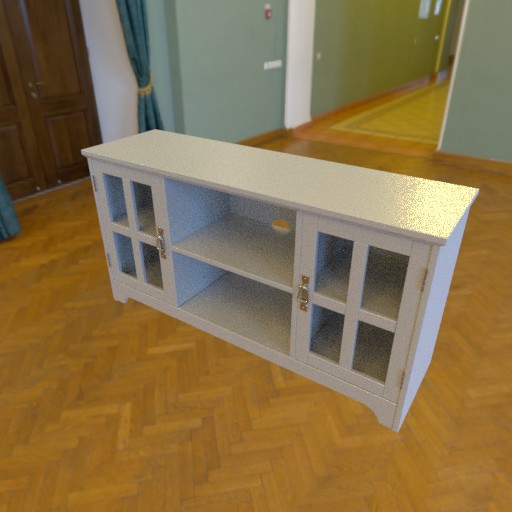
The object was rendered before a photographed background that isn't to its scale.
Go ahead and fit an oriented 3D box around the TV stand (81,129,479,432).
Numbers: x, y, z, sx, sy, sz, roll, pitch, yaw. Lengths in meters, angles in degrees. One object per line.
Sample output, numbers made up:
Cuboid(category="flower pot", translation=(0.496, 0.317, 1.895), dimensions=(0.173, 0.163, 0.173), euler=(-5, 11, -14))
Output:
Cuboid(category="TV stand", translation=(0.000, 0.000, 1.457), dimensions=(1.167, 0.603, 0.344), euler=(18, 34, 29))
